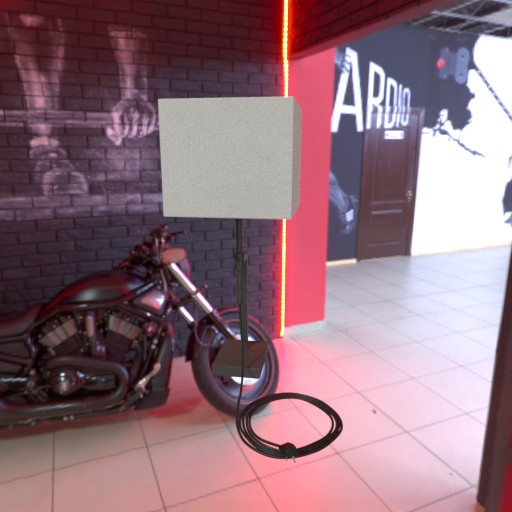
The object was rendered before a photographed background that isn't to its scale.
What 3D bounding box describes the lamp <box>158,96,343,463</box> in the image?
[{"bbox_3d":[0.000,0.000,0.981,0.399,0.660,0.504,2,14,9],"label":"lamp"}]
